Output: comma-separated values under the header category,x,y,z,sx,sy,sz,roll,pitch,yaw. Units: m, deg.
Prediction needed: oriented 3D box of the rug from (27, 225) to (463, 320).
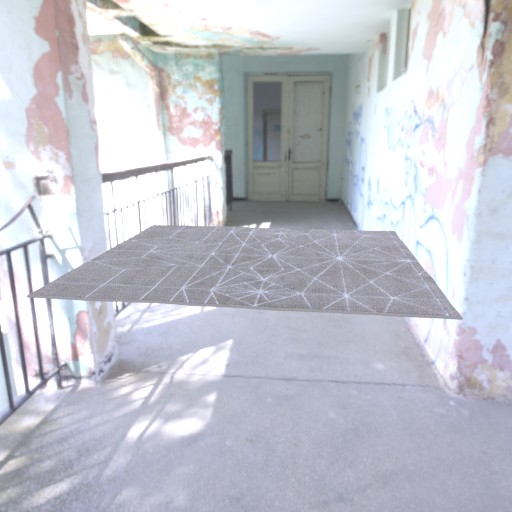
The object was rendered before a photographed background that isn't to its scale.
category,x,y,z,sx,sy,sz,roll,pitch,yaw
rug,0.000,0.000,0.899,0.639,0.006,0.548,2,16,7
